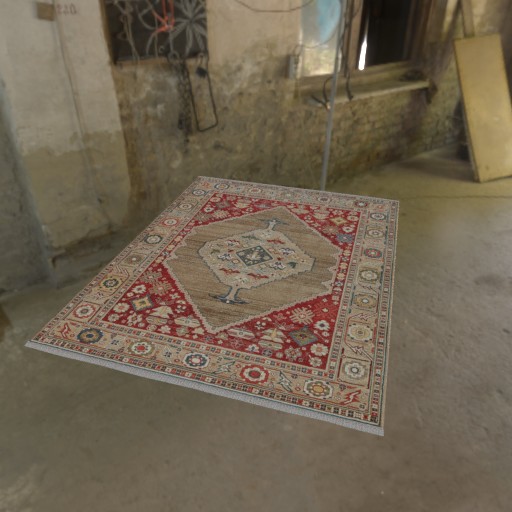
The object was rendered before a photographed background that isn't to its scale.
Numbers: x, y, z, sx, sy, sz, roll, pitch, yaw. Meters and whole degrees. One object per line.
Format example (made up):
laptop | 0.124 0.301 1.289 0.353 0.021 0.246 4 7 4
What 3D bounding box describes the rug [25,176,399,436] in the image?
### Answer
rug | 0.000 0.000 4.054 2.451 0.008 3.143 9 34 14
